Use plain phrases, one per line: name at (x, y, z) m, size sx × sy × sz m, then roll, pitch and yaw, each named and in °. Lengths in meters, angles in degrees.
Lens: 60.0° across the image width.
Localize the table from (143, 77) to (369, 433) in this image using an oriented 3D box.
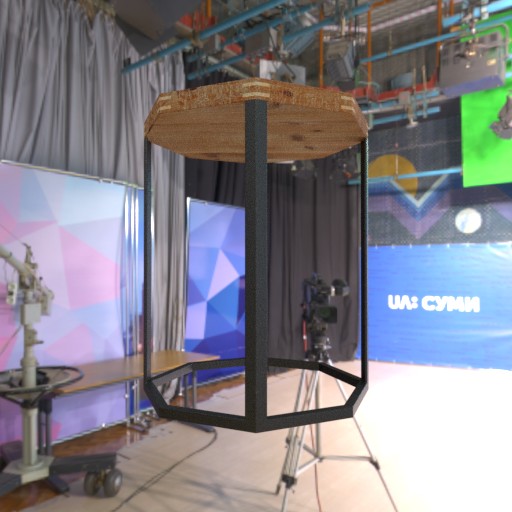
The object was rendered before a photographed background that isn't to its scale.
table at (0.000, 0.000, 0.905) m, size 0.458 × 0.543 × 0.458 m, roll 0°, pitch 0°, yaw 0°
